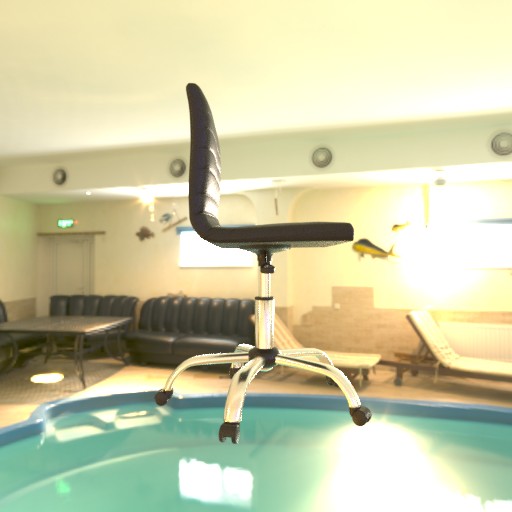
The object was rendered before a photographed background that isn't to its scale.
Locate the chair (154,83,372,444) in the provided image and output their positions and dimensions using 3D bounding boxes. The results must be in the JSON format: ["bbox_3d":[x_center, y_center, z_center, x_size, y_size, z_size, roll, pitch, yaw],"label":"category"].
[{"bbox_3d":[0.000,0.000,1.179,0.530,0.780,0.556,0,-1,-1],"label":"chair"}]
